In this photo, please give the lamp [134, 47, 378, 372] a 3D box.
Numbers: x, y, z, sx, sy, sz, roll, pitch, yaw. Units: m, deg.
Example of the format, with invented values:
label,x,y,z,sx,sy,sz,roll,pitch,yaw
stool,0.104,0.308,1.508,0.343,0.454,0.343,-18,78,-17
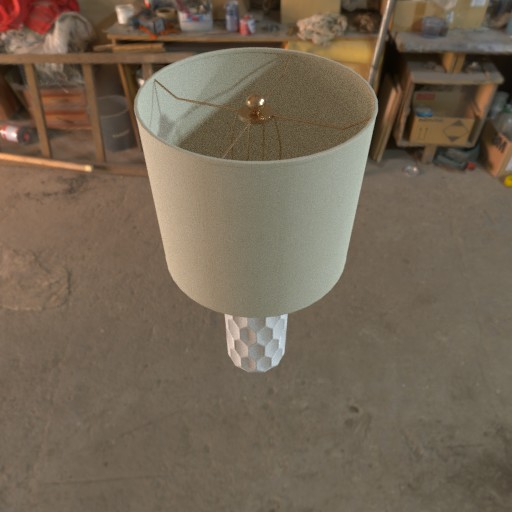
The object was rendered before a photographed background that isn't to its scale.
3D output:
label,x,y,z,sx,sy,sz,roll,pitch,yaw
lamp,0.000,0.000,0.704,0.277,0.537,0.277,-23,50,-21
